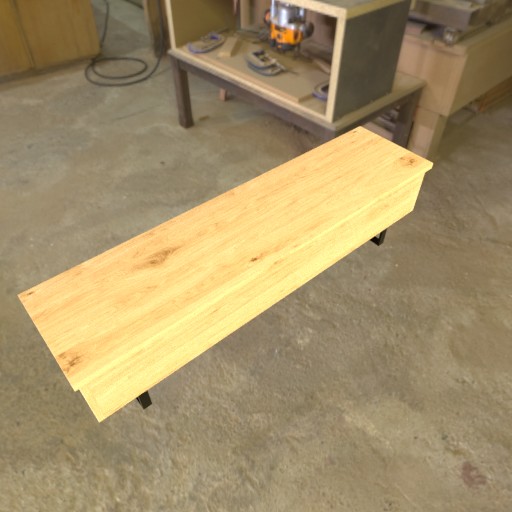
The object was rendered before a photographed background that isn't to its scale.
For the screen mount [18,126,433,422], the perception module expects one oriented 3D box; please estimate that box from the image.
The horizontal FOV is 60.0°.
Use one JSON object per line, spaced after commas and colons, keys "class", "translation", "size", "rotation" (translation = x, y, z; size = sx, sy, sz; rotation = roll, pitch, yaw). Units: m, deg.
{"class": "screen mount", "translation": [0.000, 0.000, 1.880], "size": [1.700, 0.430, 0.450], "rotation": [-31, 53, -27]}
